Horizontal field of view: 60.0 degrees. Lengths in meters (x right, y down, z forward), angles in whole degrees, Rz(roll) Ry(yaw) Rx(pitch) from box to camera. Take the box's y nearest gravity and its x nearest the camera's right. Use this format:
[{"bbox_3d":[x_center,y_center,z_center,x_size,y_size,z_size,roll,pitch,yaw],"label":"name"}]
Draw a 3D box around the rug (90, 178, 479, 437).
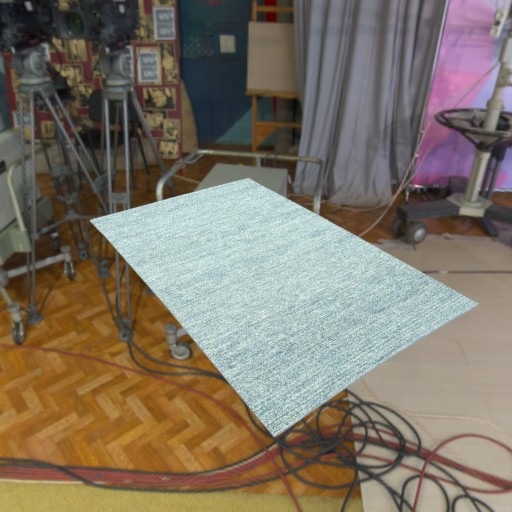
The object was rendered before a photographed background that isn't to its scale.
[{"bbox_3d":[0.000,0.000,2.346,1.174,0.022,1.853,-21,37,-29],"label":"rug"}]
